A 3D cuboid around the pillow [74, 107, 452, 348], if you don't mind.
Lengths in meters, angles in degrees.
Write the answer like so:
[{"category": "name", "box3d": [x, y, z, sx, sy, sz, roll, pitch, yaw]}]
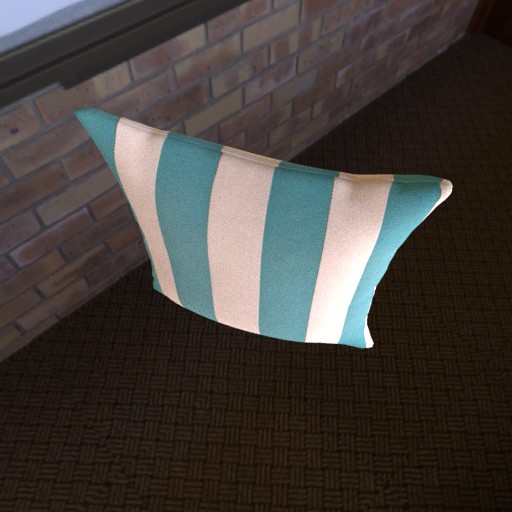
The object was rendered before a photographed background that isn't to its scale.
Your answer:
[{"category": "pillow", "box3d": [0.000, 0.000, 0.800, 0.536, 0.526, 0.189, 13, 58, 8]}]
